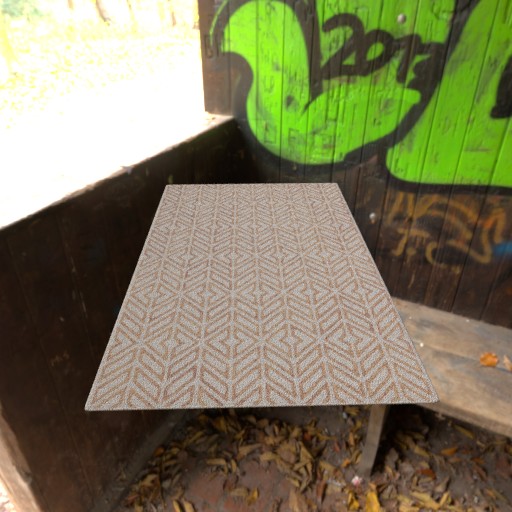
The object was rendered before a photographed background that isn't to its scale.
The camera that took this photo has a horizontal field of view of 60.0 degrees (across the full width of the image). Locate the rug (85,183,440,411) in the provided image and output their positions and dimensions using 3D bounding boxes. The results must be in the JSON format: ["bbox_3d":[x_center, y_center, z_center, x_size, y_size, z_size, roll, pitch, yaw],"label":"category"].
[{"bbox_3d":[0.000,0.000,2.921,1.523,0.008,2.438,-1,32,-1],"label":"rug"}]
